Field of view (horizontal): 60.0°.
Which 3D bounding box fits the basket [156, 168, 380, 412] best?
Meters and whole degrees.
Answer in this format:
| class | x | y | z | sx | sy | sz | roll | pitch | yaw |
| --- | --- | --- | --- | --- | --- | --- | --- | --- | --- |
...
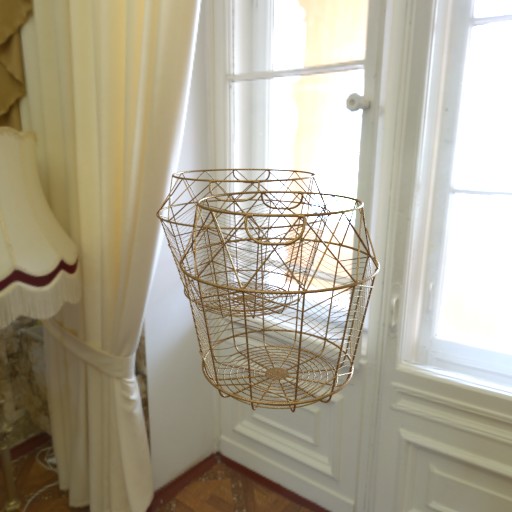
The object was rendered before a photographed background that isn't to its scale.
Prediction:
| class | x | y | z | sx | sy | sz | roll | pitch | yaw |
| --- | --- | --- | --- | --- | --- | --- | --- | --- | --- |
| basket | 0.000 | 0.000 | 1.011 | 0.451 | 0.343 | 0.805 | -3 | 15 | -9 |
